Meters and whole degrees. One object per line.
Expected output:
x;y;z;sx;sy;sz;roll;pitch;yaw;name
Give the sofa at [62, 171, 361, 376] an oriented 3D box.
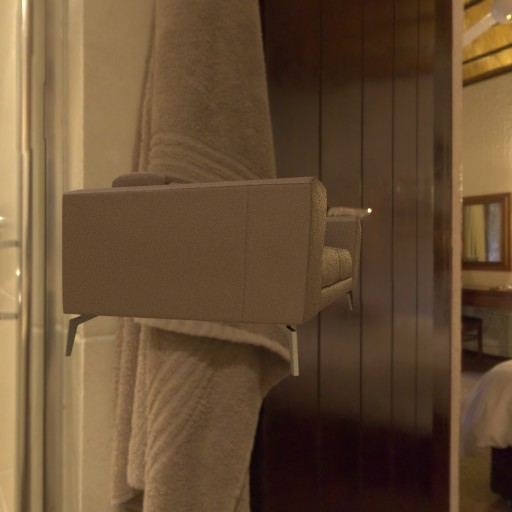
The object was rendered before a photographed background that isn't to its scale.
0.000;0.000;2.444;1.003;0.779;1.895;0;0;18;sofa
